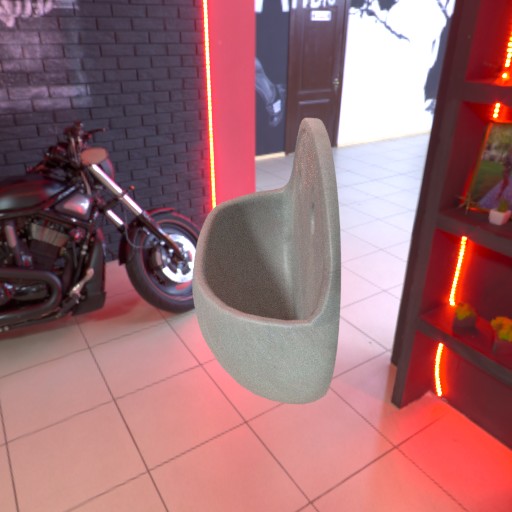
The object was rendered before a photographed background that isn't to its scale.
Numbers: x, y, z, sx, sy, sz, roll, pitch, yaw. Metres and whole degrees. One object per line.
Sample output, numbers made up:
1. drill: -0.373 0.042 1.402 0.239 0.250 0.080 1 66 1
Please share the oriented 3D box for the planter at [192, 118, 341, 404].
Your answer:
1. planter: 0.000 0.000 0.277 0.073 0.164 0.190 0 27 0
